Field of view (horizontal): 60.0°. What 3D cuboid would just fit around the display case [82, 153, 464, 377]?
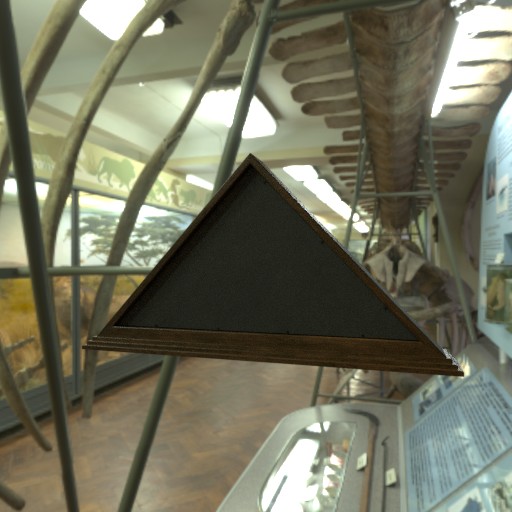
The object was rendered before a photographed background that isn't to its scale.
[{"bbox_3d":[0.000,0.000,0.762,0.640,0.340,0.095,0,-1,18],"label":"display case"}]
